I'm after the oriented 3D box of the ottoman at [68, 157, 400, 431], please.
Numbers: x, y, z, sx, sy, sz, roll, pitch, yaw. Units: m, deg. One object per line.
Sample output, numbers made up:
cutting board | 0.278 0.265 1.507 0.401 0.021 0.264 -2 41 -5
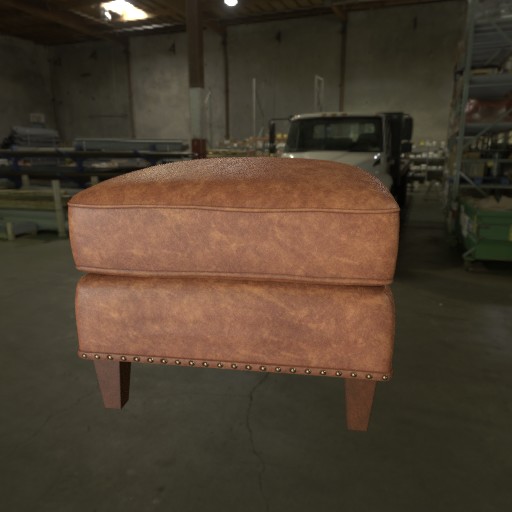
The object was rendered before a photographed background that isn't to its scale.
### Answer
ottoman | 0.000 0.000 1.116 0.586 0.486 0.742 2 14 8
